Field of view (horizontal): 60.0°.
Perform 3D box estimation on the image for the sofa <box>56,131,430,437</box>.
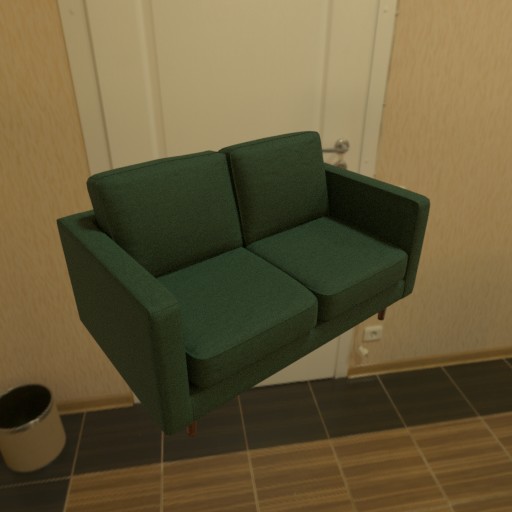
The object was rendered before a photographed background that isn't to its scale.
[{"bbox_3d":[0.000,0.000,2.040,1.430,0.899,0.879,-21,36,-33],"label":"sofa"}]
